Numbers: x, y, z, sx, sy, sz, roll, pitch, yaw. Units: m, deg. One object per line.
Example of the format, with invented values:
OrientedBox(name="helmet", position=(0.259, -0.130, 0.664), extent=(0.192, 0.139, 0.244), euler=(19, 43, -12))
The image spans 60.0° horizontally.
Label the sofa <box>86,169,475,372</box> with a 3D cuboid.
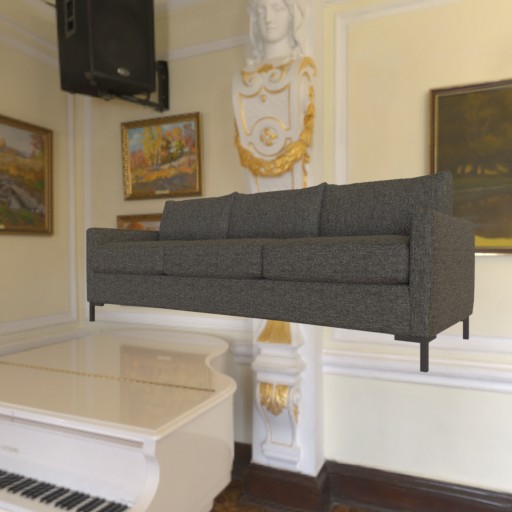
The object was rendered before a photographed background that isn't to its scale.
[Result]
OrientedBox(name="sofa", position=(0.000, 0.000, 2.646), extent=(2.253, 0.879, 0.876), euler=(0, 0, 36))
